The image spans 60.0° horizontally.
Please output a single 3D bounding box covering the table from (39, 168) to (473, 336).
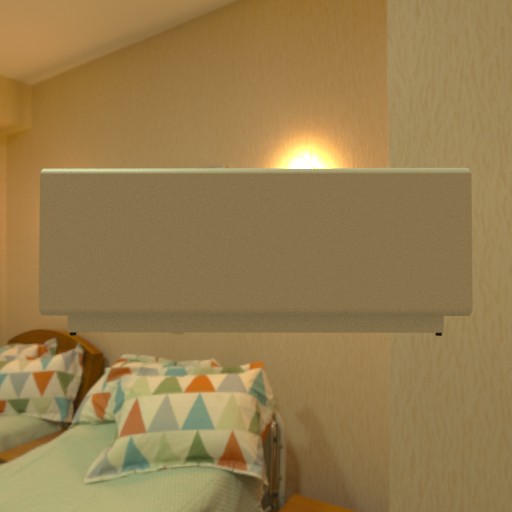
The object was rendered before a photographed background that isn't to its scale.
[{"bbox_3d":[0.000,0.000,1.440,1.097,0.442,0.639,0,-1,0],"label":"table"}]
